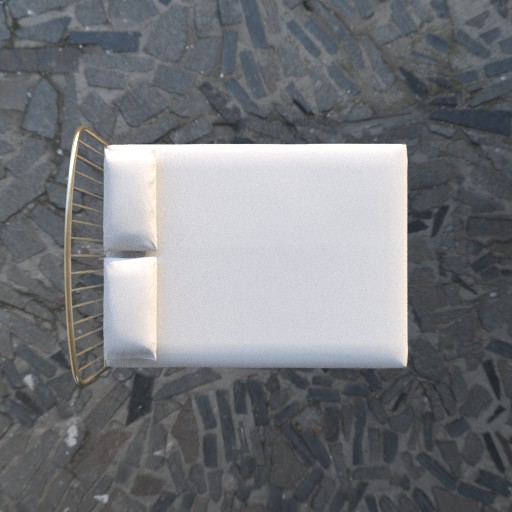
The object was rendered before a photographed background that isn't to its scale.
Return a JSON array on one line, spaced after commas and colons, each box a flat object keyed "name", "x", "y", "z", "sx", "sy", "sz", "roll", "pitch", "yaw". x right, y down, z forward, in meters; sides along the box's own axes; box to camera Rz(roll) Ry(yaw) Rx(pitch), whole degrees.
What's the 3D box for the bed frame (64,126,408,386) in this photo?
[{"name": "bed frame", "x": 0.000, "y": 0.000, "z": 3.062, "sx": 2.152, "sy": 1.175, "sz": 1.612, "roll": 0, "pitch": 90, "yaw": 1}]
